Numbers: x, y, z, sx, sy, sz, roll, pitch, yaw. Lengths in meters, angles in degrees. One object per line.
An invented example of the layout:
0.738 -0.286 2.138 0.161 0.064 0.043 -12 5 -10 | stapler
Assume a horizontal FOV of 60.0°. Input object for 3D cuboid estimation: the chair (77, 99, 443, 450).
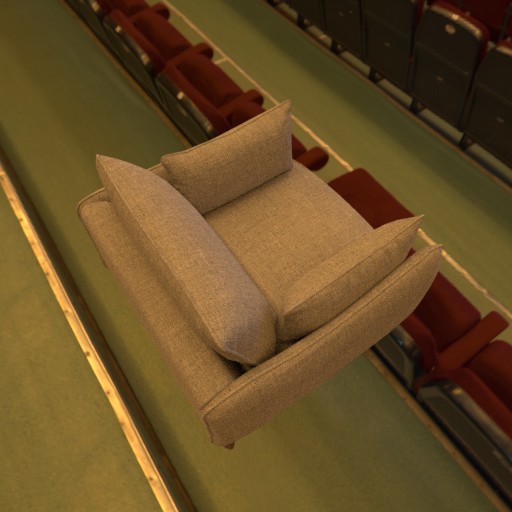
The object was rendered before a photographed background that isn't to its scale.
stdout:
0.000 0.000 1.691 0.976 0.839 0.993 -30 62 -18 | chair
